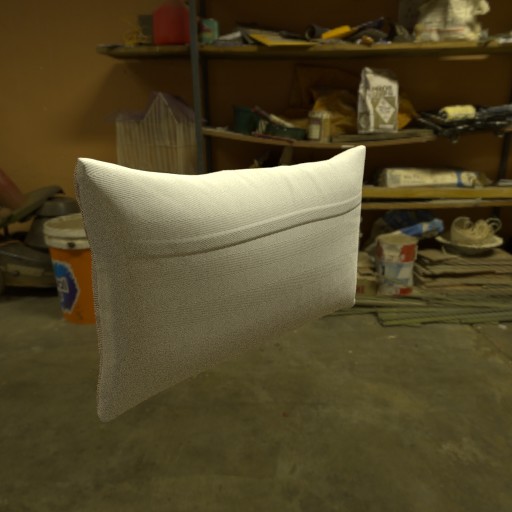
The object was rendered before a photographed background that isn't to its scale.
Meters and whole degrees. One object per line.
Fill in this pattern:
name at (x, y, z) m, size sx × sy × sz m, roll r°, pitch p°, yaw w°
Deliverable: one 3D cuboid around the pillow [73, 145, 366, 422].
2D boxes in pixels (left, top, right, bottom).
pillow at (0.000, 0.000, 0.641) m, size 0.506 × 0.305 × 0.139 m, roll -16°, pitch 23°, yaw -41°
